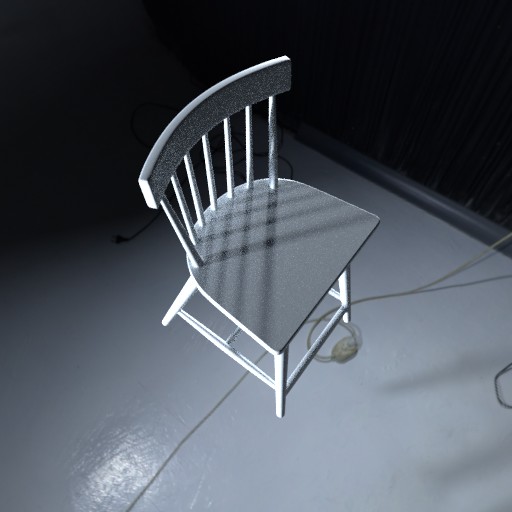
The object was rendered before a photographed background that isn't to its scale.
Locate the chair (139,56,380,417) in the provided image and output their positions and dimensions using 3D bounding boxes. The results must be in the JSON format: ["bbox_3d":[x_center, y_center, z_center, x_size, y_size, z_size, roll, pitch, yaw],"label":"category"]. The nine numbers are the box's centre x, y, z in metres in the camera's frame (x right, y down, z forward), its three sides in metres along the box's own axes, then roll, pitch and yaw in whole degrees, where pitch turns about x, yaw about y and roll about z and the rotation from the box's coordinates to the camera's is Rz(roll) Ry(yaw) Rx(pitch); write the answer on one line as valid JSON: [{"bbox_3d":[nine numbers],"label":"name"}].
[{"bbox_3d":[0.000,0.000,1.289,0.572,0.952,0.483,33,64,19],"label":"chair"}]
